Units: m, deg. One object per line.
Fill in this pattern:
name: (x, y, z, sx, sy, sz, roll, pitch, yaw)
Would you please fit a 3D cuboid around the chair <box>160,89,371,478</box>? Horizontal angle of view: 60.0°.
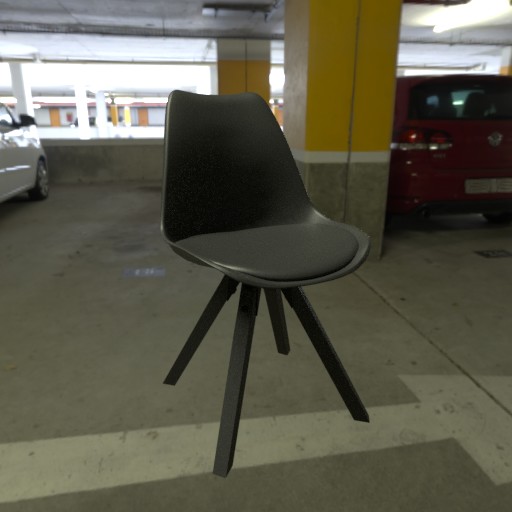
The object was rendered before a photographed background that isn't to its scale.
chair: (0.000, 0.000, 1.174, 0.485, 0.850, 0.550, -8, 19, -26)
